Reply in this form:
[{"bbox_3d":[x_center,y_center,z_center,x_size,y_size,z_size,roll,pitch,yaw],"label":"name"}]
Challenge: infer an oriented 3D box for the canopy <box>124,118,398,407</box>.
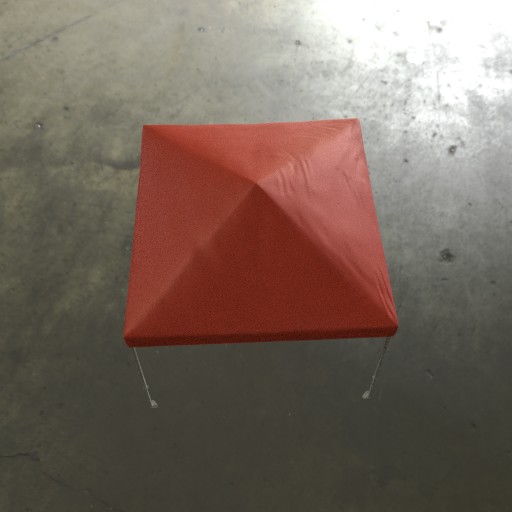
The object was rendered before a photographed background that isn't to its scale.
[{"bbox_3d":[0.000,0.000,5.099,2.849,2.850,2.850,-2,64,-1],"label":"canopy"}]
